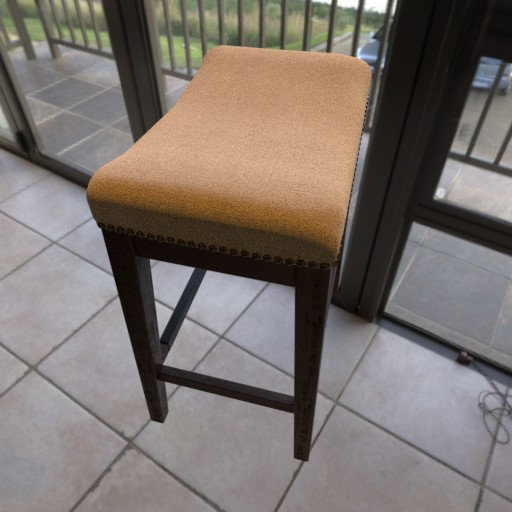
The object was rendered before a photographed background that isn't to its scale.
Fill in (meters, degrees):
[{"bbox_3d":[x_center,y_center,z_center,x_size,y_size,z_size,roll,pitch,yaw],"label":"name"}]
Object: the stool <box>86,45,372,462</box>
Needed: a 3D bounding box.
[{"bbox_3d":[0.000,0.000,0.916,0.363,0.669,0.509,11,46,10],"label":"stool"}]
